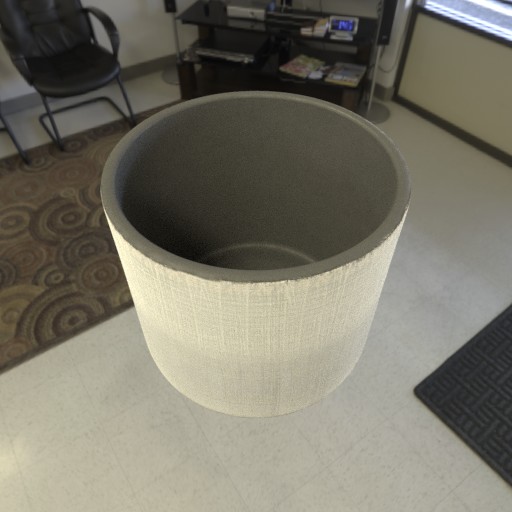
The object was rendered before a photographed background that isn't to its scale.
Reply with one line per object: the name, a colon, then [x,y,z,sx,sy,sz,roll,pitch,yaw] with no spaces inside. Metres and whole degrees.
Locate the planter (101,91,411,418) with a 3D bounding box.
planter: [0.000,0.000,0.396,0.226,0.201,0.226,0,48,0]
